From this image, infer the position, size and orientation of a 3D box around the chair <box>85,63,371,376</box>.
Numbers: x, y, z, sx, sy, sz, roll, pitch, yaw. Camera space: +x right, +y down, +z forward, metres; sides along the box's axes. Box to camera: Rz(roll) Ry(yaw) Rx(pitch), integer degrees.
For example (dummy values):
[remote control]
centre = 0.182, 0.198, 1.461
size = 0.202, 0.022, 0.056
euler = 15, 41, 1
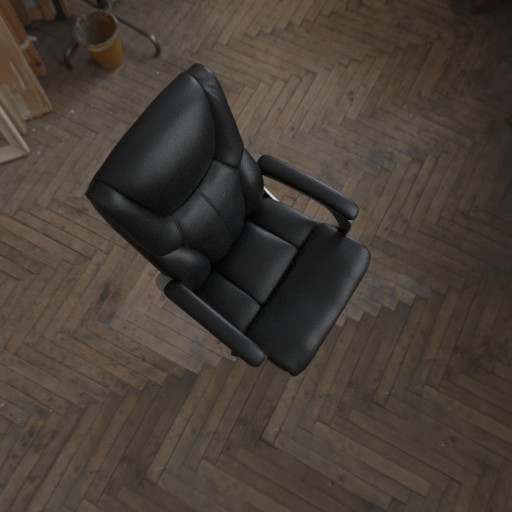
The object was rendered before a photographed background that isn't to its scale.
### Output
[chair]
centre = 0.000, 0.000, 1.596
size = 0.739, 1.155, 0.663
euler = 33, 77, 9
